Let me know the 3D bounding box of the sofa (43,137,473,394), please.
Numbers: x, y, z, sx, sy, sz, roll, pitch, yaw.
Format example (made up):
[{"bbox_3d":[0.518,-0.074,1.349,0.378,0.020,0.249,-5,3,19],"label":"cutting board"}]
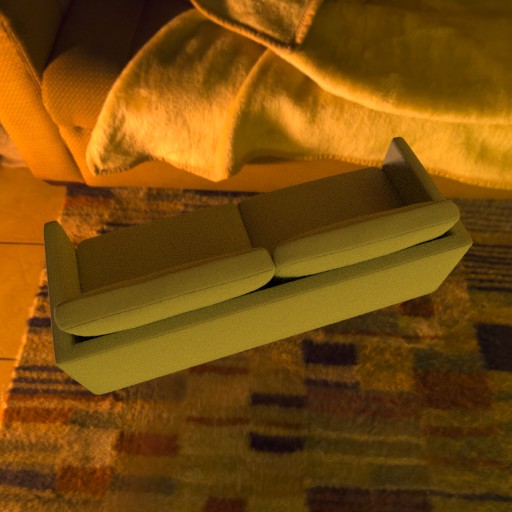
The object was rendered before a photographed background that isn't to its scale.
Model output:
[{"bbox_3d":[0.000,0.000,2.869,2.434,0.965,0.948,-15,61,-9],"label":"sofa"}]
